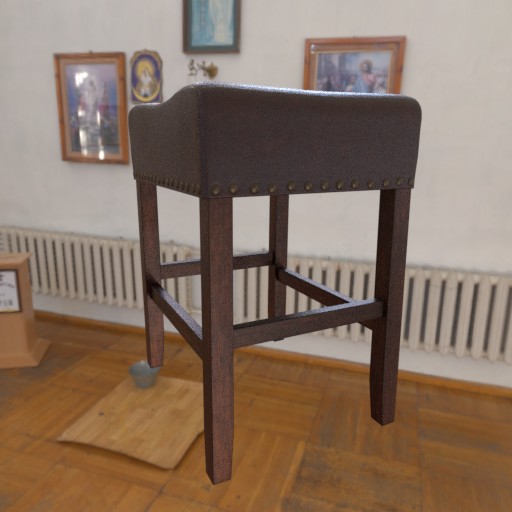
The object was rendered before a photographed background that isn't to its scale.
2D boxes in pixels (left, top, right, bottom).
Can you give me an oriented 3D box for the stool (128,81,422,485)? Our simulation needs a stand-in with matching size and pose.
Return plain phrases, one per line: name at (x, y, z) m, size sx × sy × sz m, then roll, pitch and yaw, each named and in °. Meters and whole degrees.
stool at (0.000, 0.000, 0.912) m, size 0.397 × 0.608 × 0.465 m, roll -7°, pitch 15°, yaw -26°
